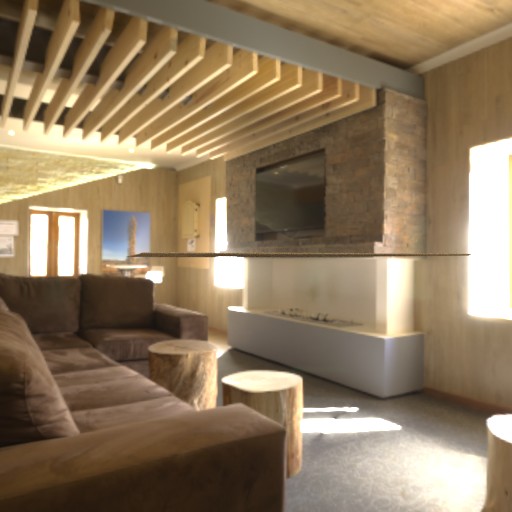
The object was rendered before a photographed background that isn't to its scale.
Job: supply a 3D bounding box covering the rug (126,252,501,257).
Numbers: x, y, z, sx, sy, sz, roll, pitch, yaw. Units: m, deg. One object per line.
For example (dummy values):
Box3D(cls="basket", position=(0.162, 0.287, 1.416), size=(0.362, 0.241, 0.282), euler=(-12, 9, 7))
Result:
Box3D(cls="rug", position=(0.000, 0.000, 2.237), size=(1.219, 0.005, 1.828), euler=(0, 0, -17))
